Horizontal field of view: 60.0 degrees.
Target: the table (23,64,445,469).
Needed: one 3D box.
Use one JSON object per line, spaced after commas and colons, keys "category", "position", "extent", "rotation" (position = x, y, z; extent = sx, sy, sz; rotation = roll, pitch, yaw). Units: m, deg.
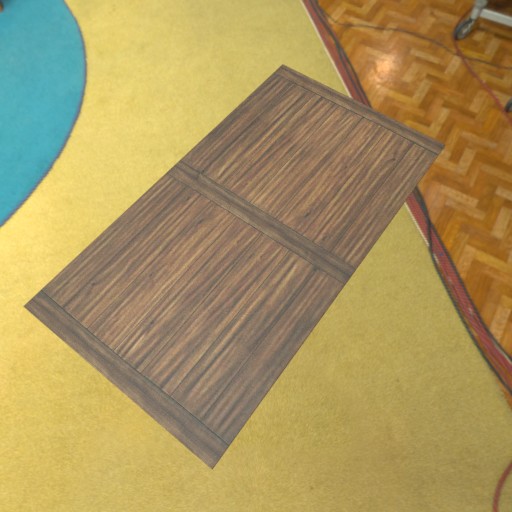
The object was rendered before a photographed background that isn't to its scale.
{"category": "table", "position": [0.000, 0.000, 2.508], "extent": [1.071, 0.793, 1.966], "rotation": [33, 67, 17]}
